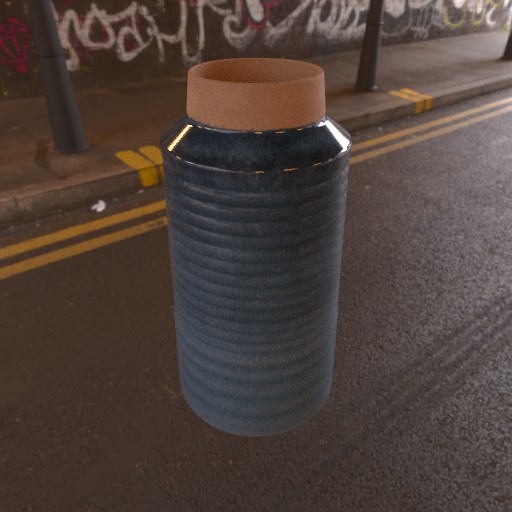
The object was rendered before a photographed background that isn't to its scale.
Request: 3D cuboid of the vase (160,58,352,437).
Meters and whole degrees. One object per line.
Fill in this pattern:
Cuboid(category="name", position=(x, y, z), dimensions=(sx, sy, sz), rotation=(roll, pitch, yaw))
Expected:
Cuboid(category="vase", position=(0.000, 0.000, 0.400), dimensions=(0.163, 0.316, 0.163), rotation=(0, 33, 0))
